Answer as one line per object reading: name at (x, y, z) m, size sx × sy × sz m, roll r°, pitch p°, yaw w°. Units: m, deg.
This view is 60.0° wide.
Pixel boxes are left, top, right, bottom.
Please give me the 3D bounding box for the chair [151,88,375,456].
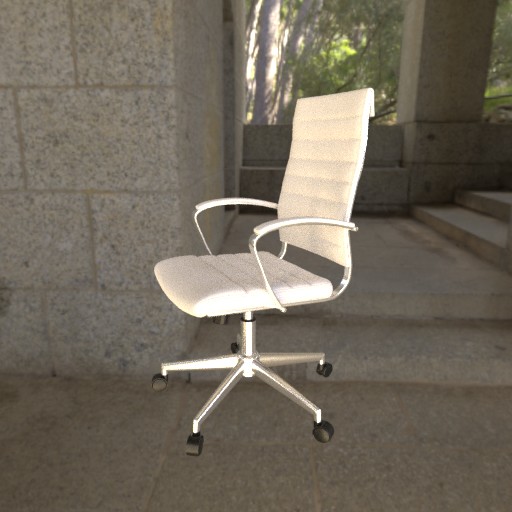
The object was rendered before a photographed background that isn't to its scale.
chair at (0.000, 0.000, 1.628) m, size 0.739 × 1.149 × 0.766 m, roll -7°, pitch 16°, yaw -25°
